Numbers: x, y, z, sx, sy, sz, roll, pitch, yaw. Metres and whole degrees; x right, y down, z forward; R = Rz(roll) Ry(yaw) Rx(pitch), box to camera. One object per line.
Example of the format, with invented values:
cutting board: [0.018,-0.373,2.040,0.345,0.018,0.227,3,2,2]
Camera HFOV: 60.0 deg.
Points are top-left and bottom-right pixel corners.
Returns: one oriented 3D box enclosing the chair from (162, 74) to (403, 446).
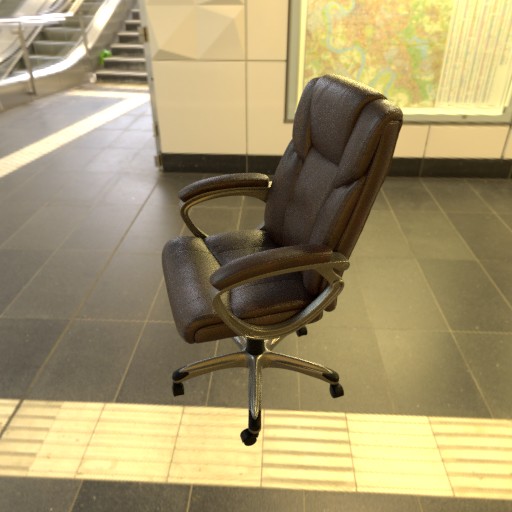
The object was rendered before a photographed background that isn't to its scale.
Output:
chair: [0.000,0.000,1.542,0.692,1.128,0.656,-9,33,-14]
